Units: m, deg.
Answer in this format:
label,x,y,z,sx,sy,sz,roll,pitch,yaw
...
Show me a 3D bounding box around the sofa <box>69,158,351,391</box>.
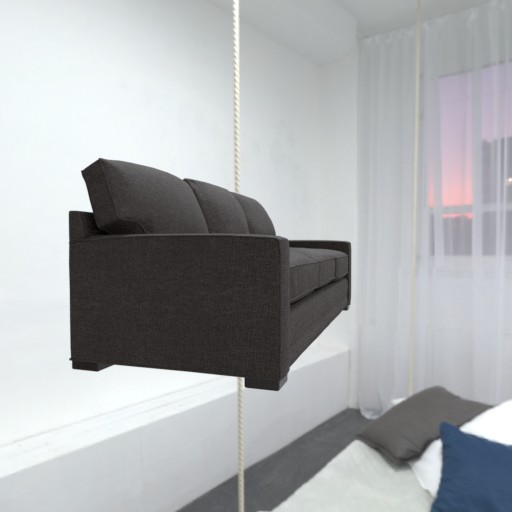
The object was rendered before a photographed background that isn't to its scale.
label,x,y,z,sx,sy,sz,roll,pitch,yaw
sofa,0.000,0.000,2.941,1.004,0.978,2.369,0,1,18
